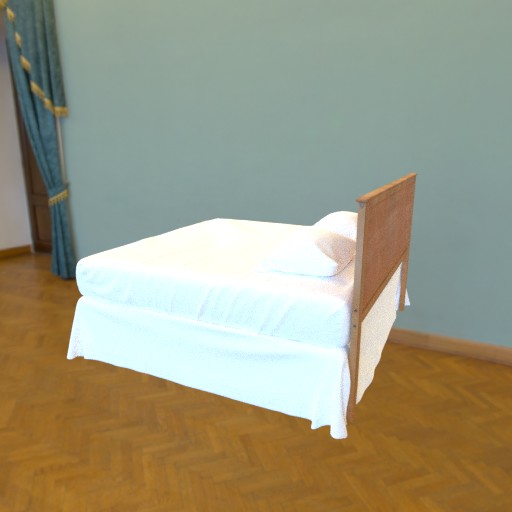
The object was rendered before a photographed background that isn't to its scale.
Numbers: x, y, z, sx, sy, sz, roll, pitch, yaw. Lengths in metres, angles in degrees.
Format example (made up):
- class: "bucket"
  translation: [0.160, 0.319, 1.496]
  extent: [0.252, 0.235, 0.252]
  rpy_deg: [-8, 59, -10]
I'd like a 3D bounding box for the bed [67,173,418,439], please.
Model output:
- class: "bed"
  translation: [0.000, 0.000, 3.621]
  extent: [2.215, 1.270, 2.317]
  rpy_deg: [7, 16, 25]
